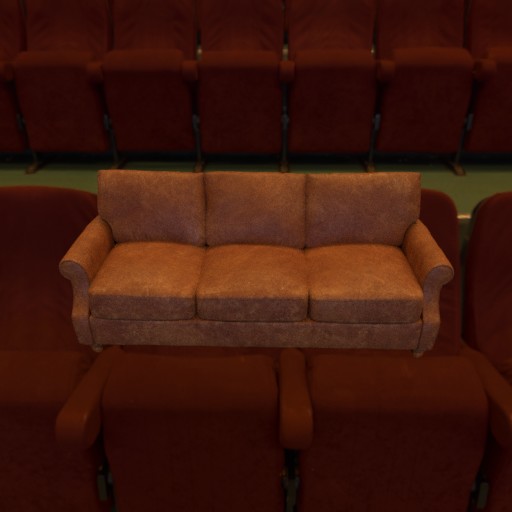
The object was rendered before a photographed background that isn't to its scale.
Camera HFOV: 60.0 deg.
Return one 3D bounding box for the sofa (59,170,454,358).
[{"bbox_3d":[0.000,0.000,2.946,2.351,0.977,0.973,1,29,1],"label":"sofa"}]
